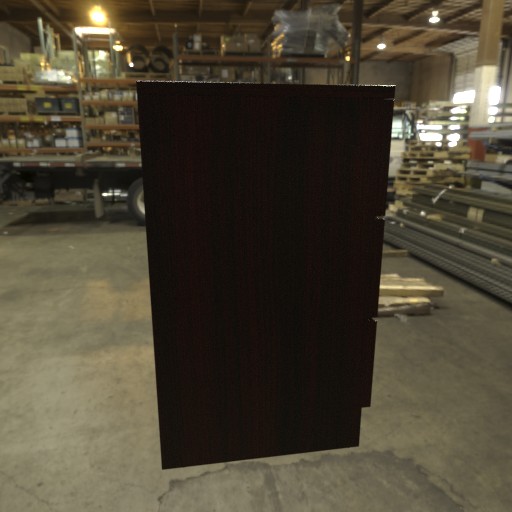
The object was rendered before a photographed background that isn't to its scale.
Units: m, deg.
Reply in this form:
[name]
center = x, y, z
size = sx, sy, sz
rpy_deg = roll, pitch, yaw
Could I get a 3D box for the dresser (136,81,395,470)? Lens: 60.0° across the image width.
[dresser]
center = 0.000, 0.000, 0.825
size = 0.360, 0.560, 0.400
rpy_deg = -3, 15, -9
